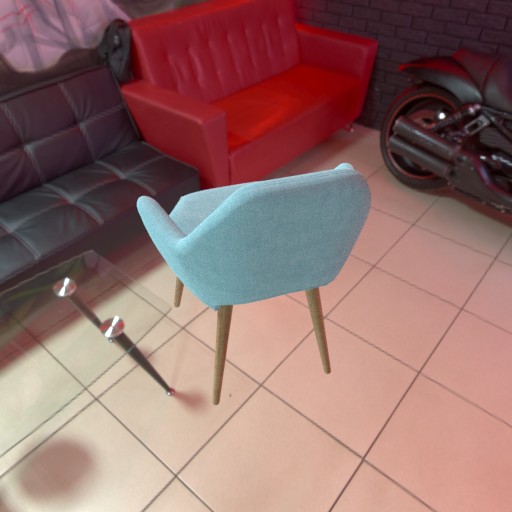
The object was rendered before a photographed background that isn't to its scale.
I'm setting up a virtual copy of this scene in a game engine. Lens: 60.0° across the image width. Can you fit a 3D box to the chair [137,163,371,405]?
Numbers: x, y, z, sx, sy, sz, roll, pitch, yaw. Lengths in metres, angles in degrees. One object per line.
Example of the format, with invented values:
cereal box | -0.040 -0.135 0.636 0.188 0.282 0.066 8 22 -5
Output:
chair | 0.000 0.000 1.266 0.590 0.840 0.610 -12 42 -13
